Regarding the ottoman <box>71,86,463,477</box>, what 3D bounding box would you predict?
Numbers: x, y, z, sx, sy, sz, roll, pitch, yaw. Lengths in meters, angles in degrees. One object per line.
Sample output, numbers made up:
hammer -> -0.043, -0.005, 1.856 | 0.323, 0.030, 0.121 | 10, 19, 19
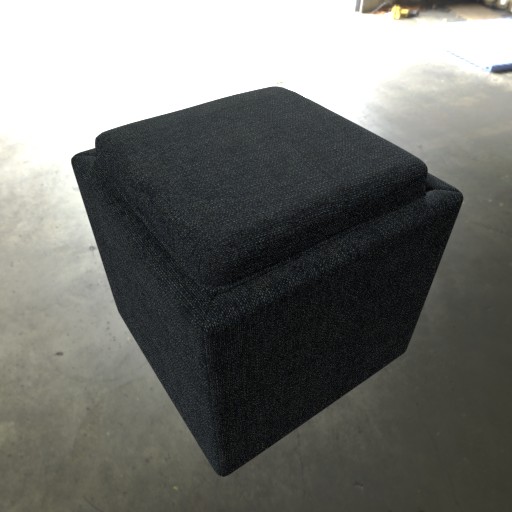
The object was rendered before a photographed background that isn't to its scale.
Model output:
ottoman -> 0.000, 0.000, 0.803 | 0.450, 0.460, 0.450 | -25, 48, -25
